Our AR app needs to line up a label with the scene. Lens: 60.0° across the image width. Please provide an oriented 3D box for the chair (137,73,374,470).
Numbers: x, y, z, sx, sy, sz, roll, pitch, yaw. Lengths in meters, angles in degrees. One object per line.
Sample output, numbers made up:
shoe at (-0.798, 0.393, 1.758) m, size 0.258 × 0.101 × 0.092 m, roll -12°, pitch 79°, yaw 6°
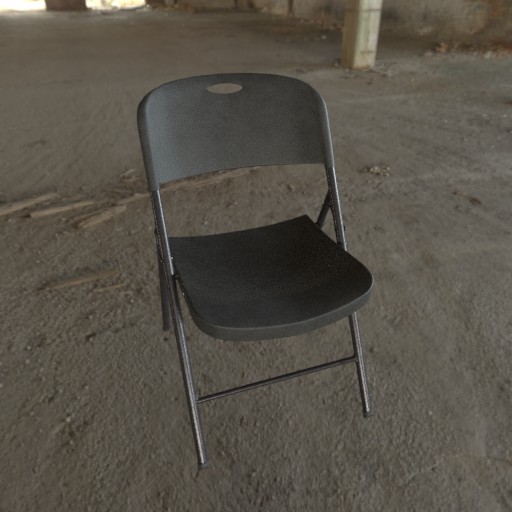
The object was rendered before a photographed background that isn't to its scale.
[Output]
chair at (0.000, 0.000, 1.159) m, size 0.494 × 0.810 × 0.567 m, roll -10°, pitch 33°, yaw -16°
